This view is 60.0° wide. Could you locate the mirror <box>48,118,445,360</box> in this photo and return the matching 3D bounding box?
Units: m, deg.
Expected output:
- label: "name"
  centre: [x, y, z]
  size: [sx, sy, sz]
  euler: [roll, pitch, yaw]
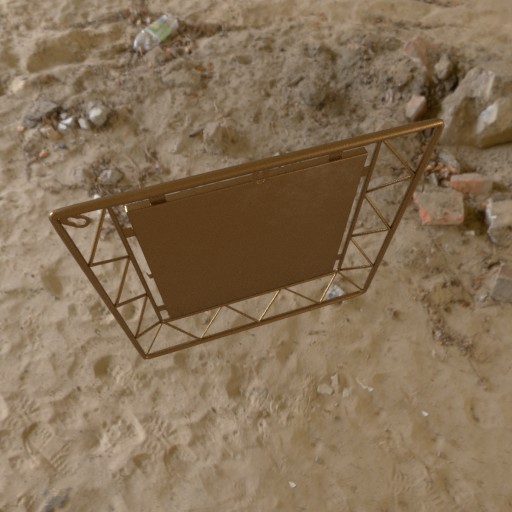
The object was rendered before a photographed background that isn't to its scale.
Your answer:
- label: "mirror"
  centre: [0.000, 0.000, 0.622]
  size: [0.416, 0.414, 0.046]
  euler: [-15, 60, -9]
